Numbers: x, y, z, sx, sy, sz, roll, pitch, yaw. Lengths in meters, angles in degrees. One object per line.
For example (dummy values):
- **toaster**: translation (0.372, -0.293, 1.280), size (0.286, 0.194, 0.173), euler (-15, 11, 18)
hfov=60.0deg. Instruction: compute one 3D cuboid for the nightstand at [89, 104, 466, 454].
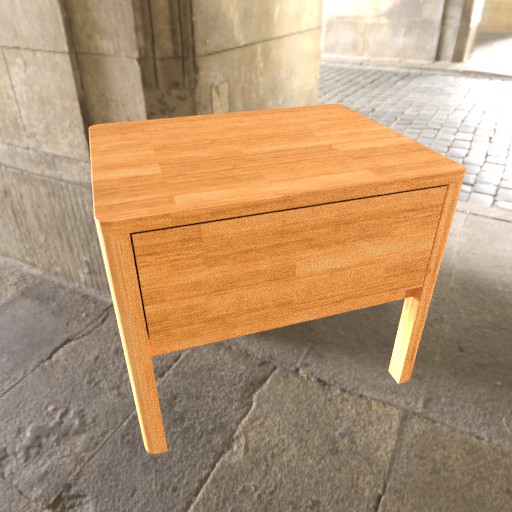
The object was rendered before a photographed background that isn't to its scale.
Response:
- **nightstand**: translation (0.000, 0.000, 0.914), size (0.560, 0.470, 0.440), euler (-10, 34, -16)
